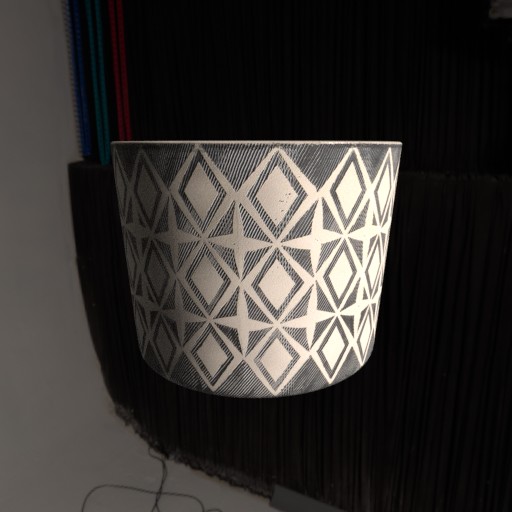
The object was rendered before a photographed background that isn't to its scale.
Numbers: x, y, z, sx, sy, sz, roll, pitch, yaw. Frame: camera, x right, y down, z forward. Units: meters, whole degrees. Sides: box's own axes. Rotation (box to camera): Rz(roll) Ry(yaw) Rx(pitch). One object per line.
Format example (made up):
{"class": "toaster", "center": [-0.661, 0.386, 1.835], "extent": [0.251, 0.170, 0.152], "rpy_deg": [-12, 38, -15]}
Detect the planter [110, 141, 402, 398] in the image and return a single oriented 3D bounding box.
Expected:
{"class": "planter", "center": [0.000, 0.000, 0.441], "extent": [0.260, 0.220, 0.260], "rpy_deg": [0, 14, 0]}
